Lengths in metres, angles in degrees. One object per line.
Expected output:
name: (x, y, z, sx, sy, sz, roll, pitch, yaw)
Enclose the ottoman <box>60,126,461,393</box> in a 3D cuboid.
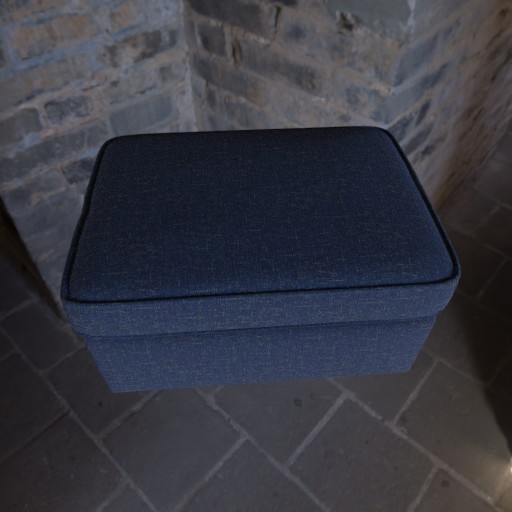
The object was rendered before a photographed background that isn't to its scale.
ottoman: (0.000, 0.000, 1.088, 0.749, 0.450, 0.549, -3, 47, -3)
